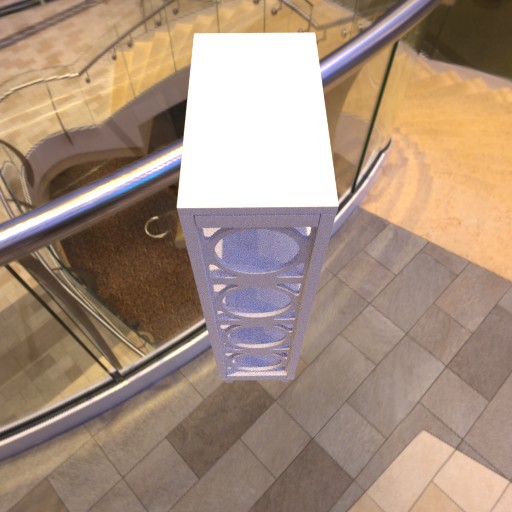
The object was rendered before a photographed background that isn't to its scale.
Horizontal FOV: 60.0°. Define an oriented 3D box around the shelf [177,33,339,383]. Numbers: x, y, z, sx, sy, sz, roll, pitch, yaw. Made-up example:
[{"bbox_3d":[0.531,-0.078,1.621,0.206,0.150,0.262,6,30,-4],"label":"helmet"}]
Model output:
[{"bbox_3d":[0.000,0.000,1.689,0.340,1.411,0.611,-1,59,0],"label":"shelf"}]
